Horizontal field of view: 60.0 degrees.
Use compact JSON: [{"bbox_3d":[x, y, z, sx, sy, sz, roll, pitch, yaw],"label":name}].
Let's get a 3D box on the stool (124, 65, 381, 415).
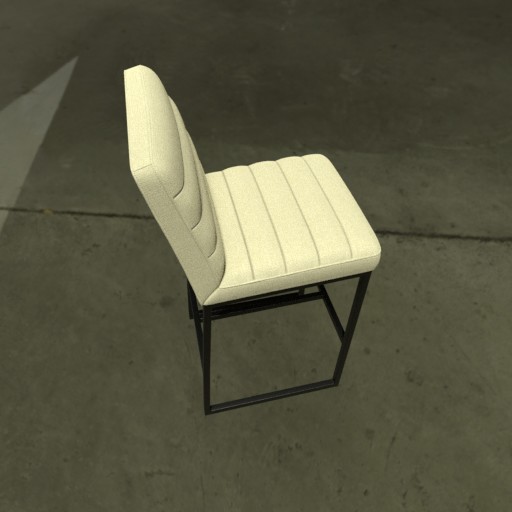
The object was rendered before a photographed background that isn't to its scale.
[{"bbox_3d":[0.000,0.000,1.341,0.560,1.040,0.460,-10,47,-9],"label":"stool"}]
